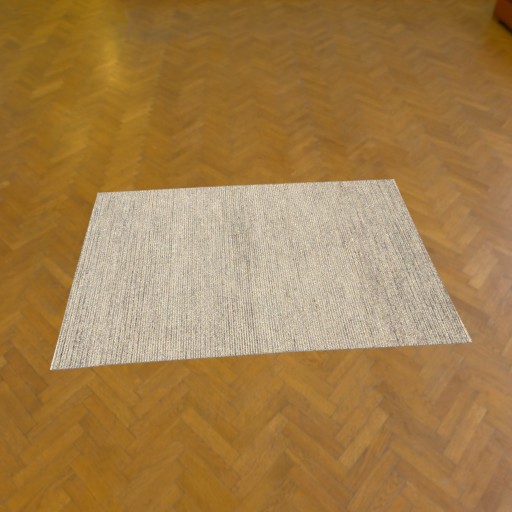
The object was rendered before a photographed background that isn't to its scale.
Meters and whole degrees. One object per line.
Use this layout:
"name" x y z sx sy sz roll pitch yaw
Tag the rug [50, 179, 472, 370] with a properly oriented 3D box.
"rug" 0.000 0.000 2.273 1.804 0.022 1.162 -3 47 -3
